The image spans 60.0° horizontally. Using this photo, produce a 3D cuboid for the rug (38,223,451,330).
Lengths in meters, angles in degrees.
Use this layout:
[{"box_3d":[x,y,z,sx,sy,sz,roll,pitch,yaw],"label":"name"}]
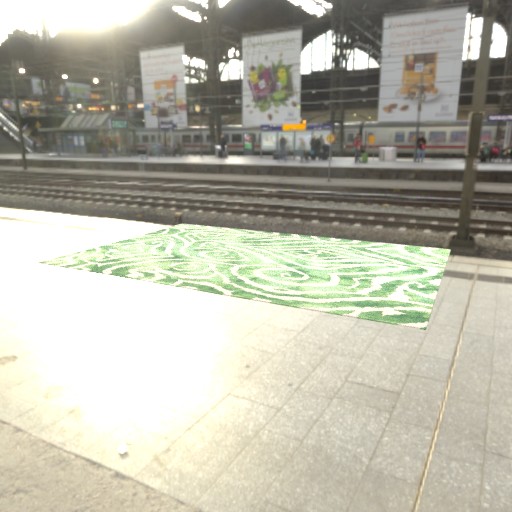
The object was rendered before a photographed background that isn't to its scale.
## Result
[{"box_3d":[0.000,0.000,2.345,1.826,0.006,1.220,7,16,26],"label":"rug"}]
